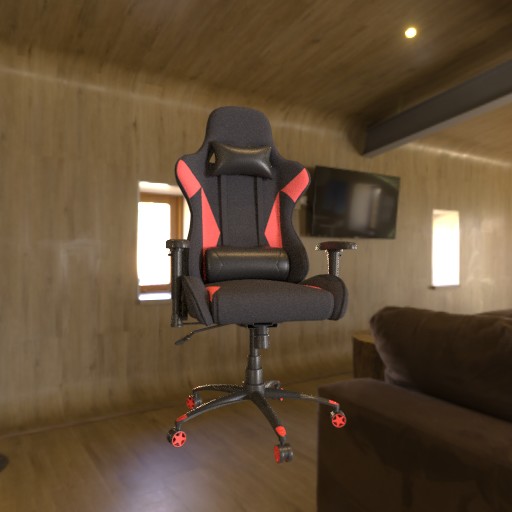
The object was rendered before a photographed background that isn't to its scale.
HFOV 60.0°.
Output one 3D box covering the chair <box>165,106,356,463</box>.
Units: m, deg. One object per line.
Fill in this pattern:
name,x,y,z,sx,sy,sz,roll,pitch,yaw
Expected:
chair,0.000,0.000,1.716,0.695,1.326,0.658,0,0,-17
